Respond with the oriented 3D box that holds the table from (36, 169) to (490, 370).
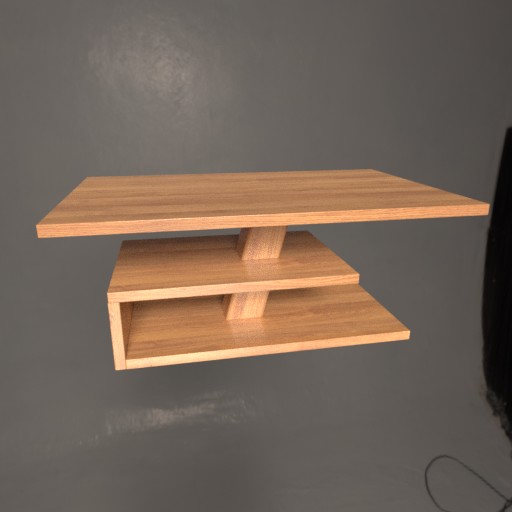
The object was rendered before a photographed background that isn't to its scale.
[{"bbox_3d":[0.000,0.000,1.445,1.100,0.442,0.700,-4,19,-11],"label":"table"}]
